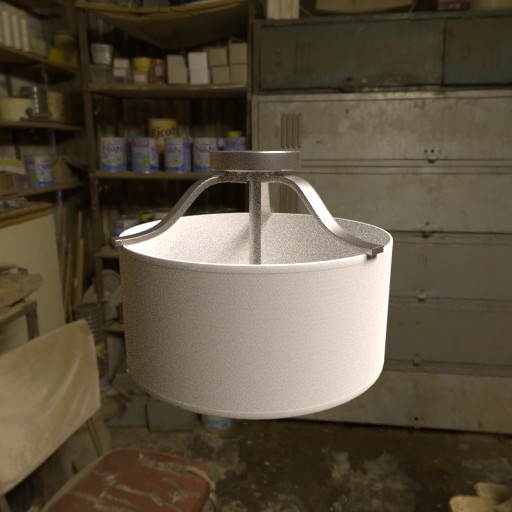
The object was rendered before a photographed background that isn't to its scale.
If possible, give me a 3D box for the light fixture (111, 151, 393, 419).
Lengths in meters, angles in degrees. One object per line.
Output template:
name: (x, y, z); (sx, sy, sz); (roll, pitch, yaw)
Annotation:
light fixture: (0.000, 0.000, 0.658); (0.395, 0.304, 0.395); (0, 14, 0)
